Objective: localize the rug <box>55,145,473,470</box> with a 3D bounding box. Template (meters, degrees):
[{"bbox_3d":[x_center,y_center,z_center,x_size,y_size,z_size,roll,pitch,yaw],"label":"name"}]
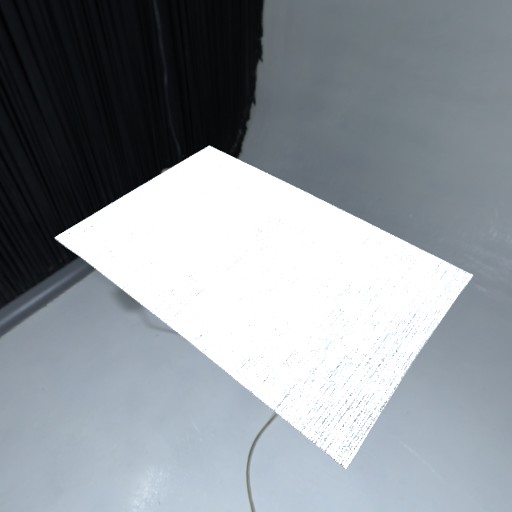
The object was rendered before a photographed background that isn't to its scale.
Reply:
[{"bbox_3d":[0.000,0.000,2.206,1.773,0.021,1.149,31,54,27],"label":"rug"}]
